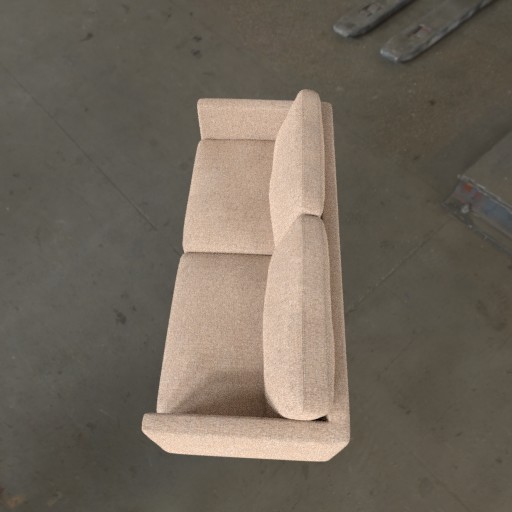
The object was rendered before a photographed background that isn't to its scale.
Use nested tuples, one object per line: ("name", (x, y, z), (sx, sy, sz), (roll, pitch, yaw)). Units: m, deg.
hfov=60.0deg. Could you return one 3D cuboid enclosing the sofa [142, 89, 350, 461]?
("sofa", (0.000, 0.000, 2.721), (0.951, 0.965, 2.208), (2, 59, 1))
